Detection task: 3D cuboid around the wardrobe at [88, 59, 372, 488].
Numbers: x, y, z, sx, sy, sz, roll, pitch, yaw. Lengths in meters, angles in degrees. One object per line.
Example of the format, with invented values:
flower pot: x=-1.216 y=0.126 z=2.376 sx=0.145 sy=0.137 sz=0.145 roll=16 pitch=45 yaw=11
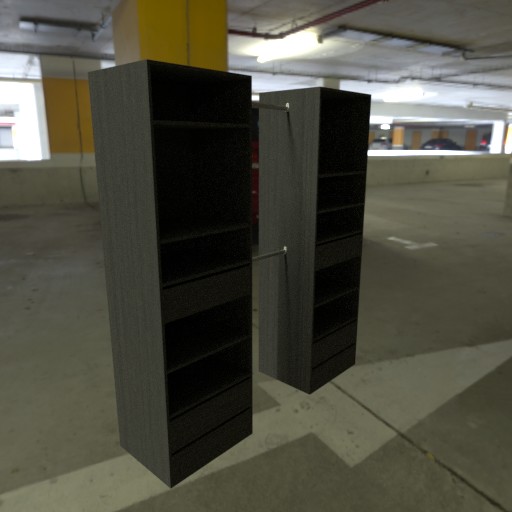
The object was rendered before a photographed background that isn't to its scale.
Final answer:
wardrobe: x=0.000 y=0.000 z=2.765 sx=0.480 sy=2.000 sz=1.770 roll=13 pitch=19 yaw=41
